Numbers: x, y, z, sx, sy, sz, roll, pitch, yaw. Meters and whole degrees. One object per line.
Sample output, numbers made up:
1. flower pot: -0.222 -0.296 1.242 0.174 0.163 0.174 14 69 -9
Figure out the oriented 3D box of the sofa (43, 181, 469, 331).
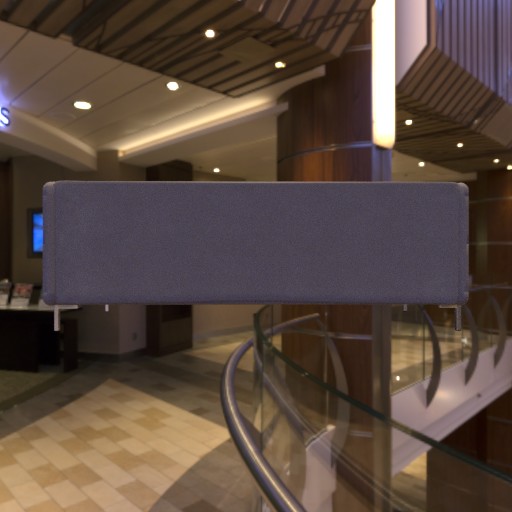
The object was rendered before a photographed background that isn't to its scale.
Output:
1. sofa: 0.000 0.000 2.675 2.209 0.771 0.895 0 0 -1
